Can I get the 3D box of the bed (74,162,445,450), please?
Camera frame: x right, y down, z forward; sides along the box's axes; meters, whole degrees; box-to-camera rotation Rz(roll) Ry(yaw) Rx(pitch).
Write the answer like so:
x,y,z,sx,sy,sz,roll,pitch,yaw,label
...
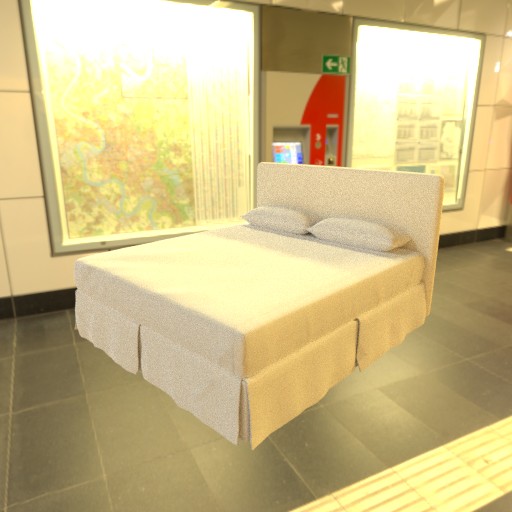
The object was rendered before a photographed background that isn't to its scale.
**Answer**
x,y,z,sx,sy,sz,roll,pitch,yaw,label
0.000,0.000,3.653,2.119,1.317,2.341,15,22,42,bed
